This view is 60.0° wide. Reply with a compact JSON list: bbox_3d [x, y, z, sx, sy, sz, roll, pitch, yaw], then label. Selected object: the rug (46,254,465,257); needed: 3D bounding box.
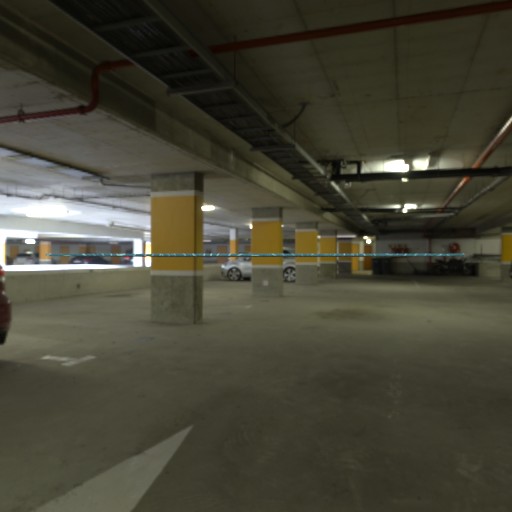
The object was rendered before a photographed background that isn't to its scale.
[{"bbox_3d":[0.000,0.000,4.082,2.432,0.012,3.033,0,0,0],"label":"rug"}]
